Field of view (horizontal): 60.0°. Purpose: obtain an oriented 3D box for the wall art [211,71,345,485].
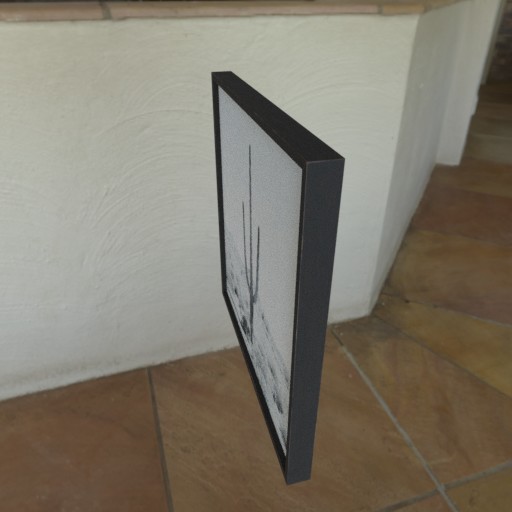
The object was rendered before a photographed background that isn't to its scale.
[{"bbox_3d":[0.000,0.000,0.751,0.038,0.508,0.508,-8,32,-13],"label":"wall art"}]
